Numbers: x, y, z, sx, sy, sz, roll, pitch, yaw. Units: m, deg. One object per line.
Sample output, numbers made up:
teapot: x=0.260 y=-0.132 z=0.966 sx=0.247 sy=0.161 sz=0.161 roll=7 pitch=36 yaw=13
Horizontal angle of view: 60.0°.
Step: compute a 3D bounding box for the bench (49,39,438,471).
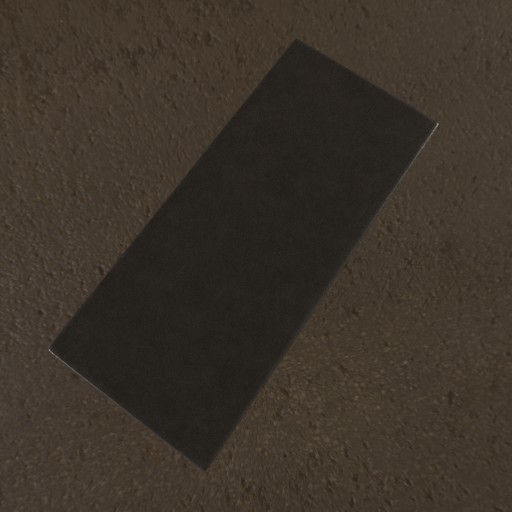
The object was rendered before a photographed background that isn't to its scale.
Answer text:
bench: x=0.000 y=0.000 z=1.192 sx=0.401 sy=0.501 sz=0.905 roll=34 pitch=79 yaw=8
